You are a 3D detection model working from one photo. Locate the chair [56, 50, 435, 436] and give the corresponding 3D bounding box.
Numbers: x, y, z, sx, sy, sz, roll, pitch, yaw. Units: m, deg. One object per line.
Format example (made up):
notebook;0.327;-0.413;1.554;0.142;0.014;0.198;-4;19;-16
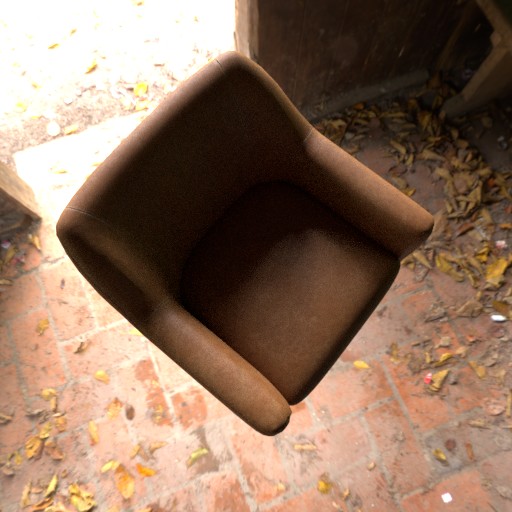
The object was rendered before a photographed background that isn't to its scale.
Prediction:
chair;0.000;0.000;1.829;1.034;0.980;1.037;38;78;10
